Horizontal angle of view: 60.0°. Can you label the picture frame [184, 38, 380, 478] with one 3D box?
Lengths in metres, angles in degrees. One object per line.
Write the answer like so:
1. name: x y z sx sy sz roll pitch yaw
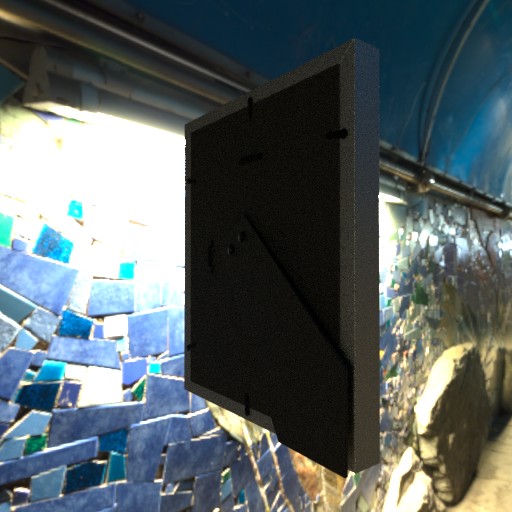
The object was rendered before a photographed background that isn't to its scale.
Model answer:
1. picture frame: 0.000 0.000 0.384 0.036 0.282 0.233 0 -1 -37
